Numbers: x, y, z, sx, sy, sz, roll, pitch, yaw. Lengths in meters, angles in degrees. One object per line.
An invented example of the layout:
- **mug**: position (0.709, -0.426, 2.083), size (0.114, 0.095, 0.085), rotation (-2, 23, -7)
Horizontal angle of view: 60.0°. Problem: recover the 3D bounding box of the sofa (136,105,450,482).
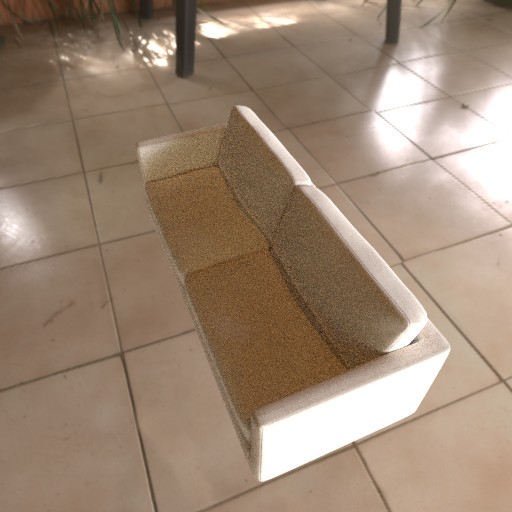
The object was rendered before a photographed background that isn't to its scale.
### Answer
- **sofa**: position (0.000, 0.000, 2.600), size (0.924, 0.933, 2.139), rotation (-17, 48, -16)
